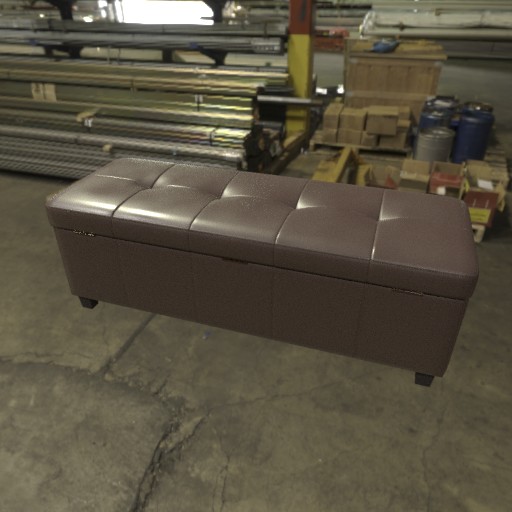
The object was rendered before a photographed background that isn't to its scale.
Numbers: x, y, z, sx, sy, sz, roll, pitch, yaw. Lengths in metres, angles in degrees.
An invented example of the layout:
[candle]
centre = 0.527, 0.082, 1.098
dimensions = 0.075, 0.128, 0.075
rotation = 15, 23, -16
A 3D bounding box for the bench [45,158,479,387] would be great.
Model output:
[bench]
centre = 0.000, 0.000, 1.435
dimensions = 1.219, 0.417, 0.450
rotation = 10, 34, 15
